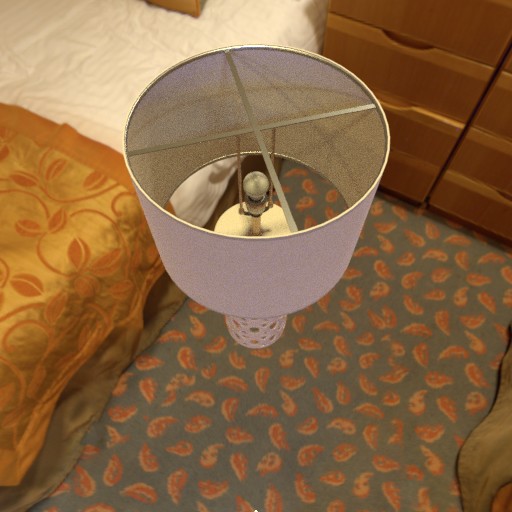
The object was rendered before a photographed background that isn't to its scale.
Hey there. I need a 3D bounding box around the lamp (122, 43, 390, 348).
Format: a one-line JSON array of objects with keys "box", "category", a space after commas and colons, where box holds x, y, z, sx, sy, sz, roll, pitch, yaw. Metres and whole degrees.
[{"box": [0.000, 0.000, 0.819, 0.325, 0.636, 0.324, -13, 61, -8], "category": "lamp"}]
